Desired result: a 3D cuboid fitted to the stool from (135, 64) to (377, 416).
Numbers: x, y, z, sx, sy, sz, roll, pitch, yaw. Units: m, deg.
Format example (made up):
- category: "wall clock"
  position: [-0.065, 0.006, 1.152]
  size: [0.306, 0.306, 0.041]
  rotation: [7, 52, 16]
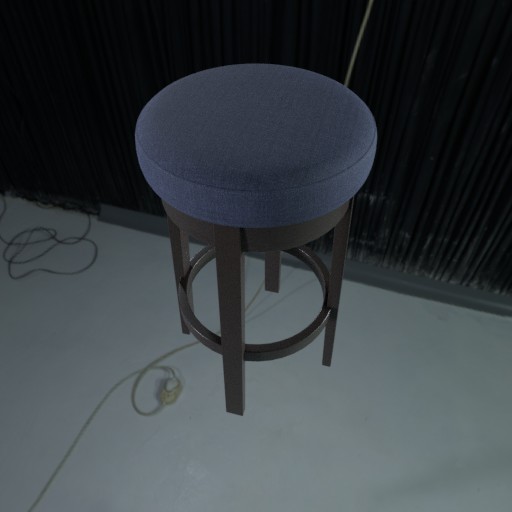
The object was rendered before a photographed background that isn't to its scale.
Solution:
- category: "stool"
  position: [0.000, 0.000, 1.037]
  size: [0.446, 0.758, 0.446]
  rotation: [0, 46, 0]
